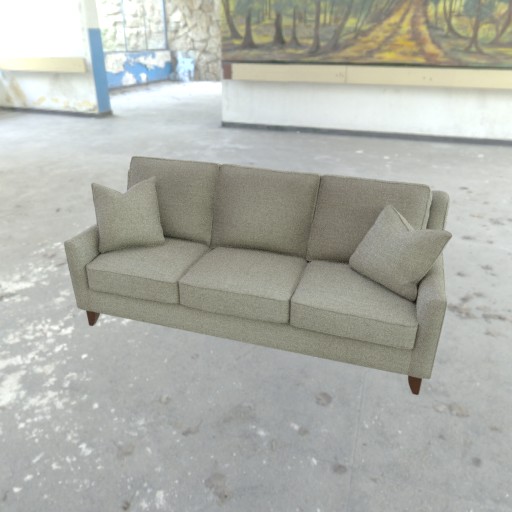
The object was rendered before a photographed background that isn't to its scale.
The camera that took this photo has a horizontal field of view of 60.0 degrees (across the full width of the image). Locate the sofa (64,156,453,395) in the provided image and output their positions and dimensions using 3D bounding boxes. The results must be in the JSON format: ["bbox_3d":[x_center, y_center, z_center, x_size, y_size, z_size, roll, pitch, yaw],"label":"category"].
[{"bbox_3d":[0.000,0.000,2.571,2.031,0.914,0.865,8,28,16],"label":"sofa"}]
